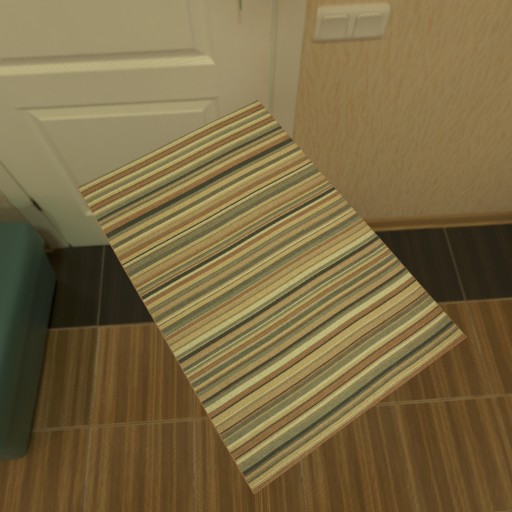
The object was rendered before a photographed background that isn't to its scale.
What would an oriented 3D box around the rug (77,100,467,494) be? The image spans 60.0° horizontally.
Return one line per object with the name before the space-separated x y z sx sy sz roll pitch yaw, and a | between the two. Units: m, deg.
rug | 0.000 0.000 2.313 1.219 0.008 1.829 -30 68 -14
